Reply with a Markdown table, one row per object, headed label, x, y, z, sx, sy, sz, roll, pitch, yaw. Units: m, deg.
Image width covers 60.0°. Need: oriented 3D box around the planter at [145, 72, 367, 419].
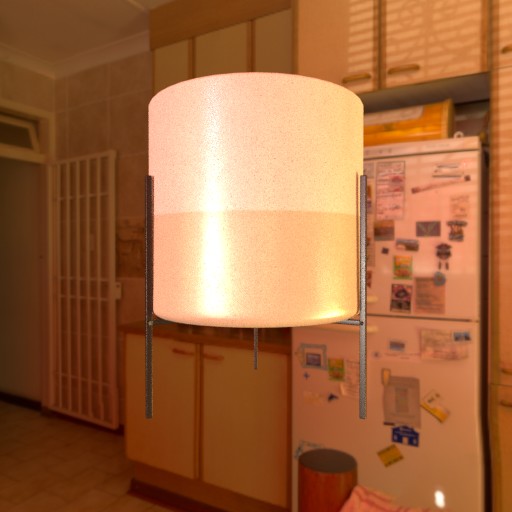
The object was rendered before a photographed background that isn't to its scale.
| label | x | y | z | sx | sy | sz | roll | pitch | yaw |
| --- | --- | --- | --- | --- | --- | --- | --- | --- | --- |
| planter | 0.000 | 0.000 | 0.760 | 0.359 | 0.484 | 0.368 | 0 | 1 | 0 |
